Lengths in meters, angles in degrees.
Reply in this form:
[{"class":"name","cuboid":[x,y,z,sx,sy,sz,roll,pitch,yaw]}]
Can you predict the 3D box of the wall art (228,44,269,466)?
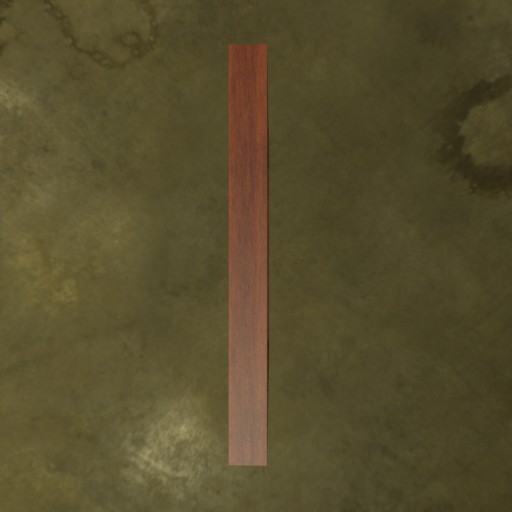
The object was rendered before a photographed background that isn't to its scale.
[{"class":"wall art","cuboid":[0.000,0.000,0.538,0.030,0.381,0.330,0,90,2]}]
